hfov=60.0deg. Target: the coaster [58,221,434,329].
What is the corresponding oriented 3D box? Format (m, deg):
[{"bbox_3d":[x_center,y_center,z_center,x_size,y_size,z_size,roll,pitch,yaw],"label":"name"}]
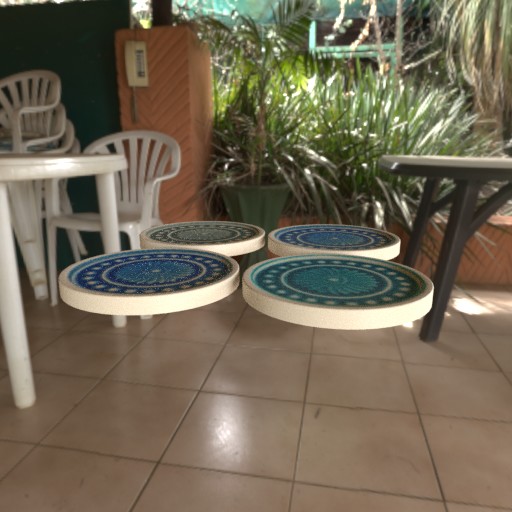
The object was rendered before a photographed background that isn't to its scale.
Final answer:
[{"bbox_3d":[0.000,0.000,0.325,0.220,0.010,0.224,2,15,9],"label":"coaster"}]
